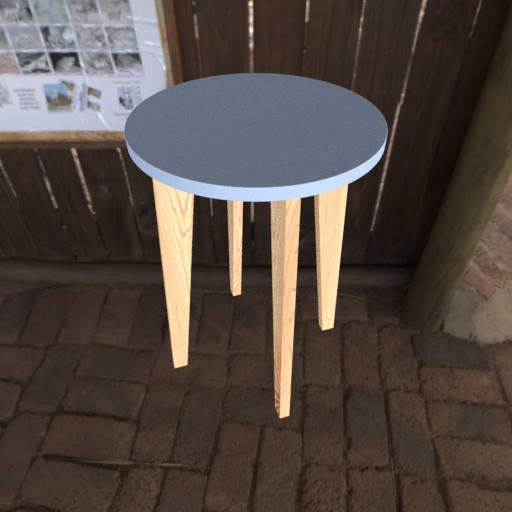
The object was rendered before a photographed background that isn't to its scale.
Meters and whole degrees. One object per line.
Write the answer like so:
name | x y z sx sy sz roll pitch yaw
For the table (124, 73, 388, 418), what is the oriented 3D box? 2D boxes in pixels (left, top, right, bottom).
table | 0.000 0.000 0.768 0.350 0.500 0.350 0 41 0
